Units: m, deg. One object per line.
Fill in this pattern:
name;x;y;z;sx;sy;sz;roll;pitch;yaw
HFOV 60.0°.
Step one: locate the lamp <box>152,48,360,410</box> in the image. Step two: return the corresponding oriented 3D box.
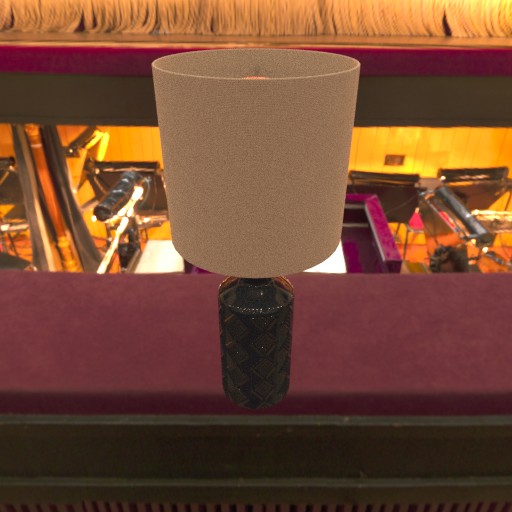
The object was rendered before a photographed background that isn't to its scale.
lamp;0.000;0.000;0.566;0.207;0.461;0.207;0;31;1
